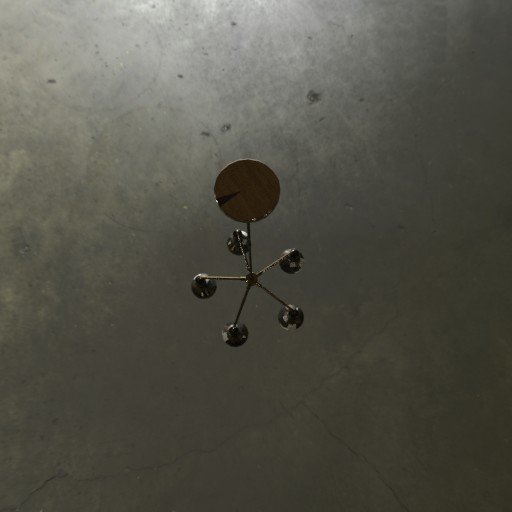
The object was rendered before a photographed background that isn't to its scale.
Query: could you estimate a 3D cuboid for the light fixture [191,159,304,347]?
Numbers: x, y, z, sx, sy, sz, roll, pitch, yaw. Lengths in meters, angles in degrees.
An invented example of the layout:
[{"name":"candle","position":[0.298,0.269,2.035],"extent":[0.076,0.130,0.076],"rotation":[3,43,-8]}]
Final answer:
[{"name":"light fixture","position":[0.000,0.000,1.218],"extent":[0.421,0.988,0.438],"rotation":[-34,78,-8]}]
